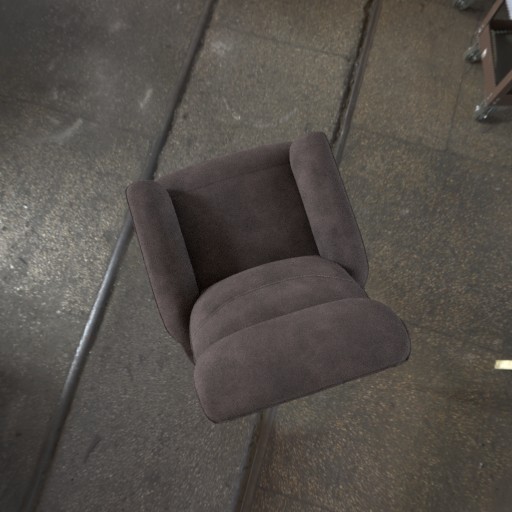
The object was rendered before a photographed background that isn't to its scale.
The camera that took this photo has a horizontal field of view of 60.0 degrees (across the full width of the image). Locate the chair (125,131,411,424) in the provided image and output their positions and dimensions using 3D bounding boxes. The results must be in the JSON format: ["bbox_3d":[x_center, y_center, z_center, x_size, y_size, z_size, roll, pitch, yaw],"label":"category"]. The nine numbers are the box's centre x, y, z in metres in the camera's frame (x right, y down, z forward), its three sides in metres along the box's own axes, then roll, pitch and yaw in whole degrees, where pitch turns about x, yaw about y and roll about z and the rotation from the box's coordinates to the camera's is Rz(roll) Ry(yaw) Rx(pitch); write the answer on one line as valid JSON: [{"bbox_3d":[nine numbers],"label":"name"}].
[{"bbox_3d":[0.000,0.000,1.712,0.830,1.035,1.009,-17,77,-4],"label":"chair"}]
